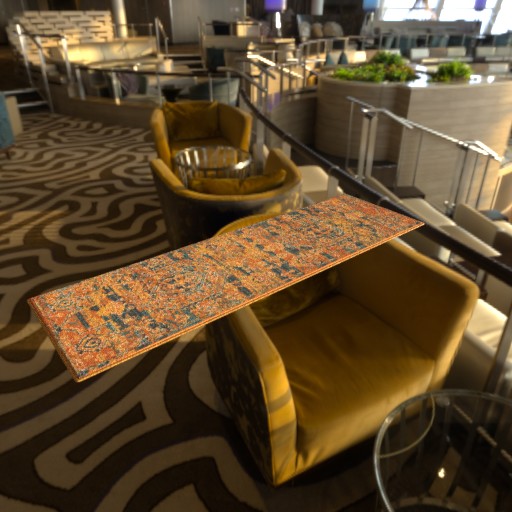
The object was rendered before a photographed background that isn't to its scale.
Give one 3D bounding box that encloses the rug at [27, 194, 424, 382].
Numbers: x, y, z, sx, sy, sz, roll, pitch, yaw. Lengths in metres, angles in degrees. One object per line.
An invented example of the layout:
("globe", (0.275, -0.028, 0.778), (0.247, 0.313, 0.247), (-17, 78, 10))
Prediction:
("rug", (0.000, 0.000, 2.013), (1.820, 0.013, 0.556), (-21, 35, -33))
